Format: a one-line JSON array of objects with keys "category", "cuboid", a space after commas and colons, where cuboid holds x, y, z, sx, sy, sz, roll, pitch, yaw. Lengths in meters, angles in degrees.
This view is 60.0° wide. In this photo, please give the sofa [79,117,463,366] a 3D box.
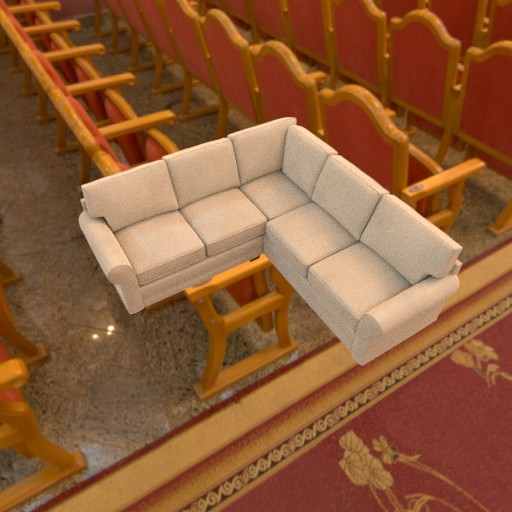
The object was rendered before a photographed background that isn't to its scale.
[{"category": "sofa", "cuboid": [0.000, 0.000, 4.025, 2.487, 1.054, 2.569, -24, 50, -22]}]
